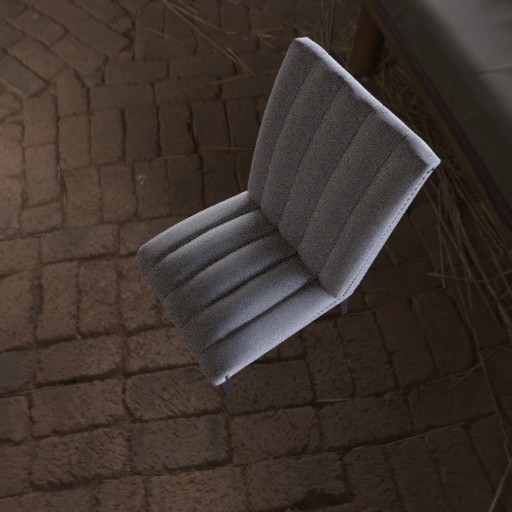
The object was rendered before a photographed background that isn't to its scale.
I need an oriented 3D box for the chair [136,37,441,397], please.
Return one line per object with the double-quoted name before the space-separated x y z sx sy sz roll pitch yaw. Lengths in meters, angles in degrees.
"chair" 0.000 0.000 1.387 0.647 1.016 0.511 -31 68 -14
